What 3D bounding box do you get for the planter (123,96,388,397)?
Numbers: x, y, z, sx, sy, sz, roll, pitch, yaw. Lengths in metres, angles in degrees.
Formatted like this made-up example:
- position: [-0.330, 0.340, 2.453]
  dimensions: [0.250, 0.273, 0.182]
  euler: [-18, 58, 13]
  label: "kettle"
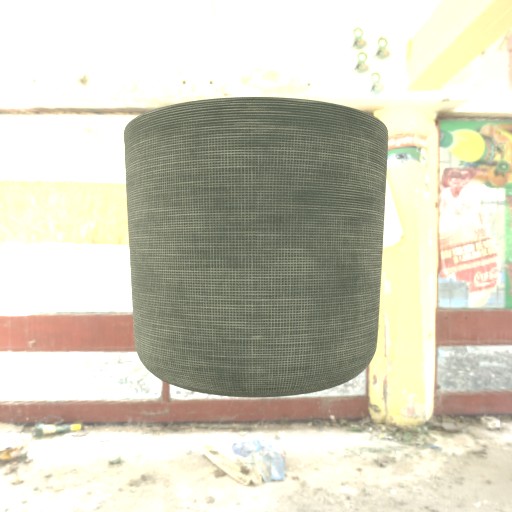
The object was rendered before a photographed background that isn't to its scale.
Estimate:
- position: [0.000, 0.000, 0.769]
  dimensions: [0.440, 0.398, 0.440]
  euler: [0, 0, 0]
  label: "planter"
